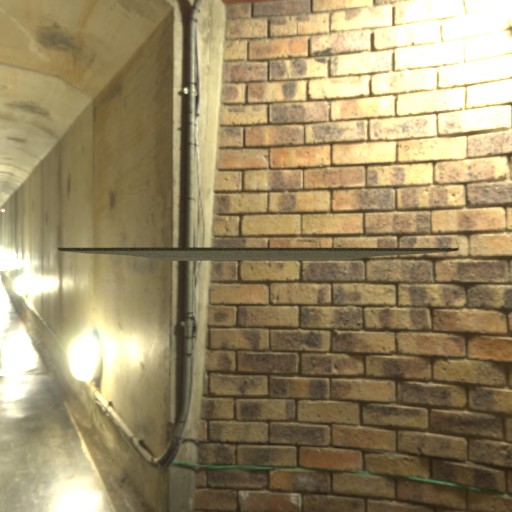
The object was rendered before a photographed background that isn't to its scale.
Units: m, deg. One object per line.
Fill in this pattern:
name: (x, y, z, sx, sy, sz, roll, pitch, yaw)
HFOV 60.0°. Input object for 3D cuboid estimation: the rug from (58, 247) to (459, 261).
rug: (0.000, 0.000, 5.103, 2.802, 0.052, 4.078, 0, -2, 0)
